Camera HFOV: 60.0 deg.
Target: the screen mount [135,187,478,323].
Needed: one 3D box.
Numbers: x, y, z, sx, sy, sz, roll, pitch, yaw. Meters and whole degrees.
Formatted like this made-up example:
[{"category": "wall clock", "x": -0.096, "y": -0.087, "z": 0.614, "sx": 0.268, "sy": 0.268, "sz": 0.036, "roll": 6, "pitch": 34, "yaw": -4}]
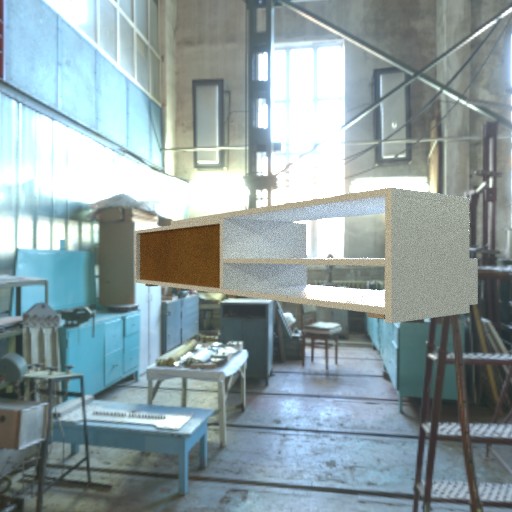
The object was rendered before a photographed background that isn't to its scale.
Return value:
[{"category": "screen mount", "x": 0.000, "y": 0.000, "z": 1.841, "sx": 0.420, "sy": 0.320, "sz": 1.680, "roll": 0, "pitch": 0, "yaw": -35}]
